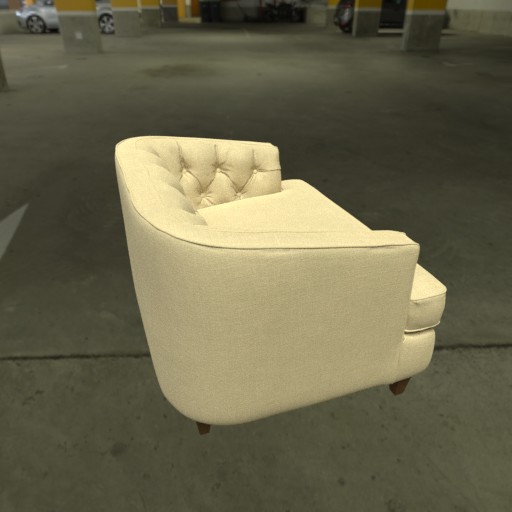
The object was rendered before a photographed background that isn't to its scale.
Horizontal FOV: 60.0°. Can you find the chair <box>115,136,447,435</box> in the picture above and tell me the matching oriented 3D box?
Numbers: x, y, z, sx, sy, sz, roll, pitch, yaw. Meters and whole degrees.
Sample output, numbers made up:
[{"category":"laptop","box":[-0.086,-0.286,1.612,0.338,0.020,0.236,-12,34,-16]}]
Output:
[{"category":"chair","box":[0.000,0.000,1.718,0.914,0.787,1.118,-11,32,-18]}]
